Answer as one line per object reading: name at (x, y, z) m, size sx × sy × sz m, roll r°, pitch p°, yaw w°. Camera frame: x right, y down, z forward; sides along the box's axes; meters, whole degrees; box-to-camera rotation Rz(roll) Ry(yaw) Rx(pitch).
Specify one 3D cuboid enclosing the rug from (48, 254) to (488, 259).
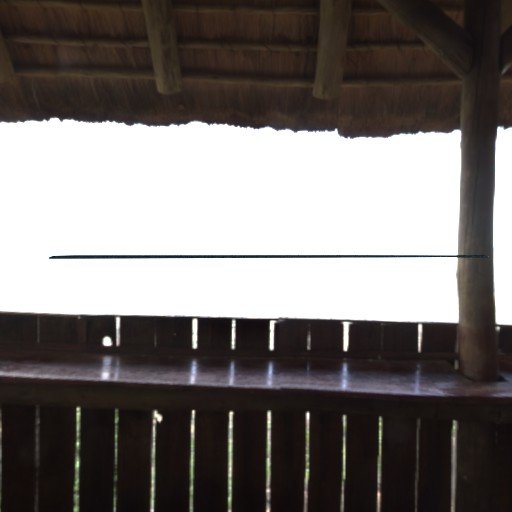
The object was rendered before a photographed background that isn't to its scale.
rug at (0.000, 0.000, 3.473) m, size 2.769 × 0.018 × 1.830 m, roll 0°, pitch 0°, yaw -19°
